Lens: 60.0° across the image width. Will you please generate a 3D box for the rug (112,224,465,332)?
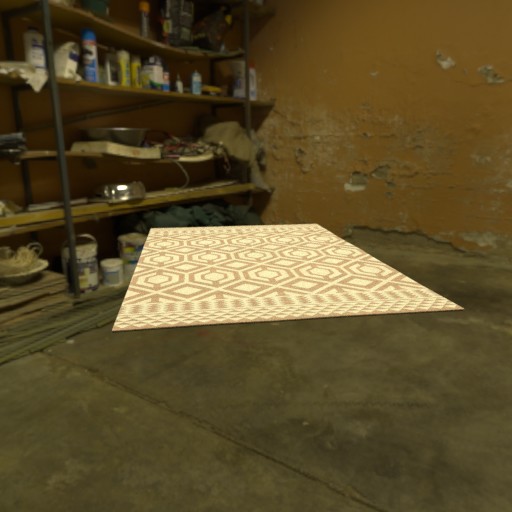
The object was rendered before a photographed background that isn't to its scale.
[{"bbox_3d":[0.000,0.000,2.369,1.219,0.008,1.829,-2,14,-9],"label":"rug"}]
